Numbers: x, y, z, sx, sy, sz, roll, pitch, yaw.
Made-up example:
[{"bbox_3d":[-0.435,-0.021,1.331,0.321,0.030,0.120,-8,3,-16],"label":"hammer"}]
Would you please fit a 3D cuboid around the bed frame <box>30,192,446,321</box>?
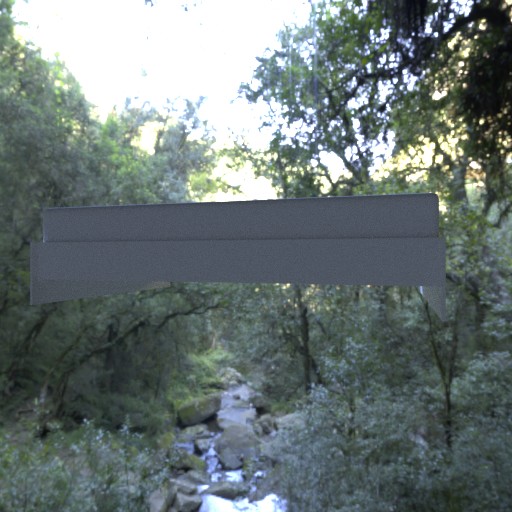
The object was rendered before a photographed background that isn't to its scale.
[{"bbox_3d":[0.000,0.000,2.645,1.945,0.497,1.445,0,0,17],"label":"bed frame"}]
